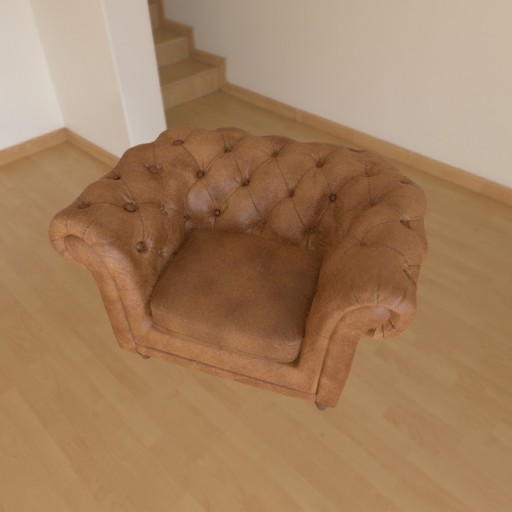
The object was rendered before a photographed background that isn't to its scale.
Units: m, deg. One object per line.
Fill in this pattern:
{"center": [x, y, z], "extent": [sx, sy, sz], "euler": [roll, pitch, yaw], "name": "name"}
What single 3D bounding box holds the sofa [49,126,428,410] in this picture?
{"center": [0.000, 0.000, 2.088], "extent": [1.405, 0.878, 1.033], "euler": [12, 44, 13], "name": "sofa"}
